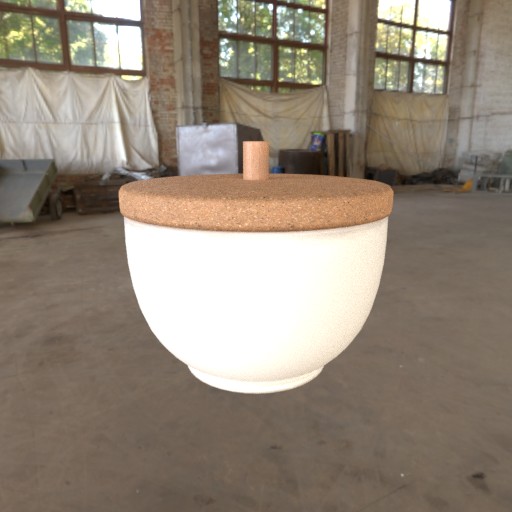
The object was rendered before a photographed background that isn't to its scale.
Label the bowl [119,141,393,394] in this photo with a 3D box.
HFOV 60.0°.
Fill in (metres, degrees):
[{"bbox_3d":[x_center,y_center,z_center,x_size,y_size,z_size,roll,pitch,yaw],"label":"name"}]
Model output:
[{"bbox_3d":[0.000,0.000,0.220,0.126,0.110,0.126,0,14,0],"label":"bowl"}]
